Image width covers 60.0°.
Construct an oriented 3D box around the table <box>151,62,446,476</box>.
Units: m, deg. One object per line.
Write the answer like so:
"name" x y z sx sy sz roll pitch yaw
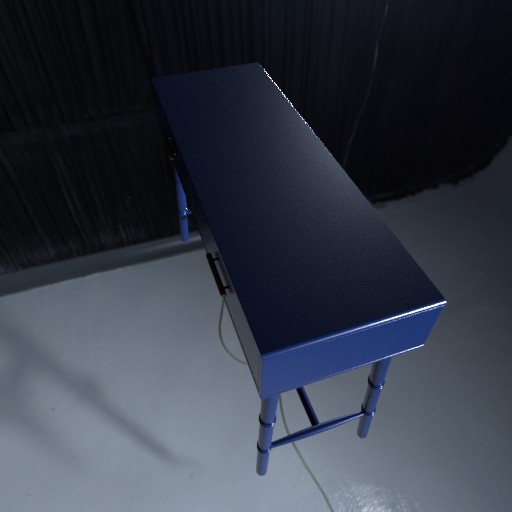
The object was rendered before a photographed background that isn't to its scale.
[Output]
"table" 0.000 0.000 1.446 0.399 0.749 1.118 -14 49 -13
